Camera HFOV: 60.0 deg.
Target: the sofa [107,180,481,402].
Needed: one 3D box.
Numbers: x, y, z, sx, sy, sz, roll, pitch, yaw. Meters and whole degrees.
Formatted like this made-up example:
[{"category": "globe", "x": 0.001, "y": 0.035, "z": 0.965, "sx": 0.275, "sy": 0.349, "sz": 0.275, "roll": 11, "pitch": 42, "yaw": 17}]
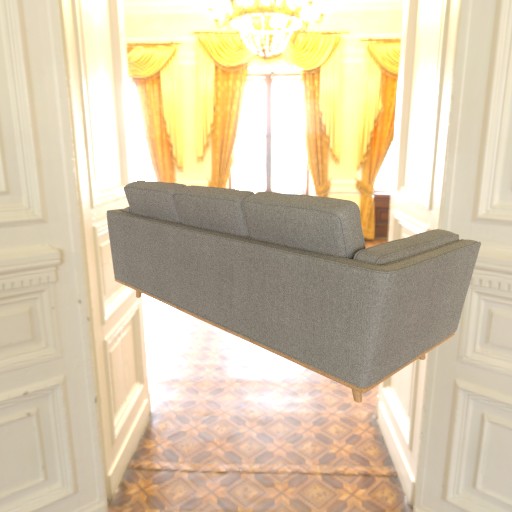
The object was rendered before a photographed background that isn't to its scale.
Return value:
[{"category": "sofa", "x": 0.000, "y": 0.000, "z": 2.796, "sx": 0.903, "sy": 0.899, "sz": 2.362, "roll": -12, "pitch": 18, "yaw": -42}]
